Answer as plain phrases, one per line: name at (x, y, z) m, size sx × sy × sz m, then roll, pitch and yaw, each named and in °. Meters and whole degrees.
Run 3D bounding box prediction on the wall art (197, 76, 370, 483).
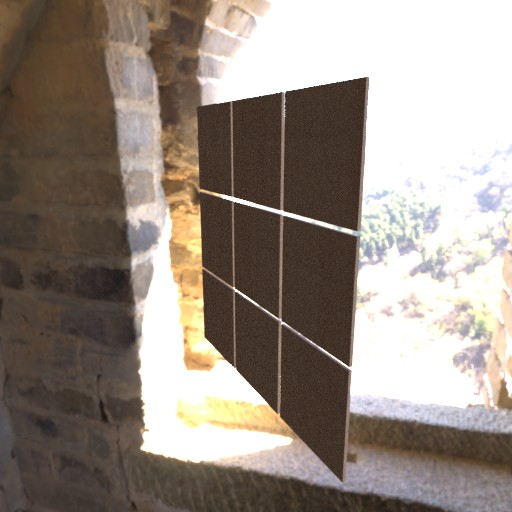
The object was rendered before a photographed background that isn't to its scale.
wall art at (0.000, 0.000, 1.790) m, size 0.013 × 1.218 × 1.219 m, roll -8°, pitch 17°, yaw -27°
